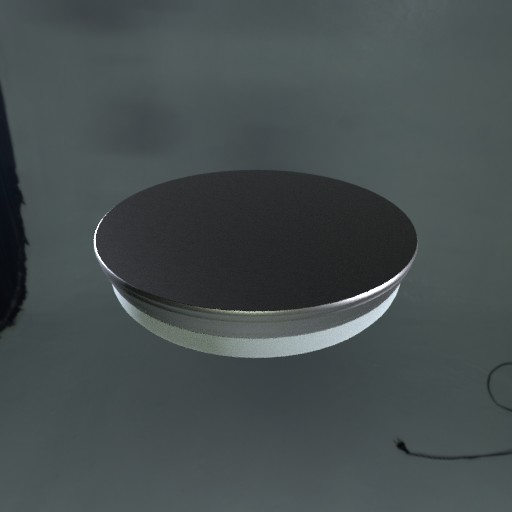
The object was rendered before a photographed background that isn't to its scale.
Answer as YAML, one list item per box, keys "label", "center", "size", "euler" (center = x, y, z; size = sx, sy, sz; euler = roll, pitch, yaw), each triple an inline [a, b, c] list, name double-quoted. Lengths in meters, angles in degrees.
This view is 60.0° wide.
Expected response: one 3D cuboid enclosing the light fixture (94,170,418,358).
- label: "light fixture"
  center: [0.000, 0.000, 0.551]
  size: [0.368, 0.100, 0.368]
  euler: [0, 29, 0]
